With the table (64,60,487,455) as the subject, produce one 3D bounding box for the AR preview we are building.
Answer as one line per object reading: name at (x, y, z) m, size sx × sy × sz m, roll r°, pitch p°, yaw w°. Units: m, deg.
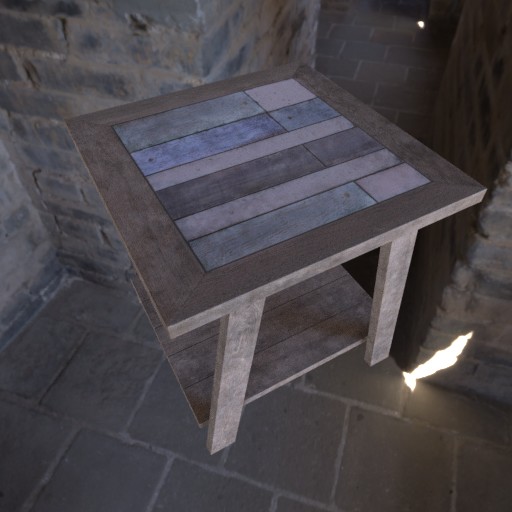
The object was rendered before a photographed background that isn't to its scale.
table at (0.000, 0.000, 1.097) m, size 0.610 × 0.610 × 0.610 m, roll -22°, pitch 51°, yaw -19°
